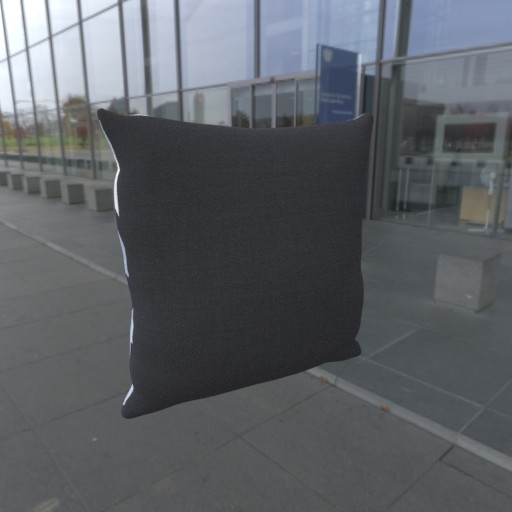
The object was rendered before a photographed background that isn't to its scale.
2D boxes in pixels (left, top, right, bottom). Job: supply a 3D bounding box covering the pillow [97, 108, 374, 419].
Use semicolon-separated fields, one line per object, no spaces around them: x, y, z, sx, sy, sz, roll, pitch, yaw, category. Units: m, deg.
0.000;0.000;0.785;0.503;0.496;0.208;-7;16;-27;pillow
